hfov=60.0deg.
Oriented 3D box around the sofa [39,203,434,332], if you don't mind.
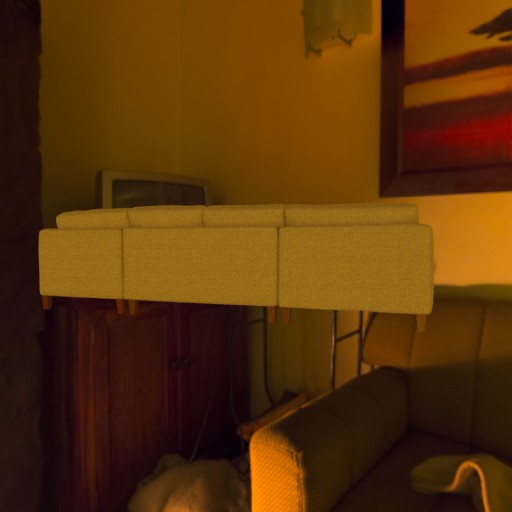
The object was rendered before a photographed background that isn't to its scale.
[{"bbox_3d":[0.000,0.000,4.796,3.460,0.961,2.594,1,2,19],"label":"sofa"}]
